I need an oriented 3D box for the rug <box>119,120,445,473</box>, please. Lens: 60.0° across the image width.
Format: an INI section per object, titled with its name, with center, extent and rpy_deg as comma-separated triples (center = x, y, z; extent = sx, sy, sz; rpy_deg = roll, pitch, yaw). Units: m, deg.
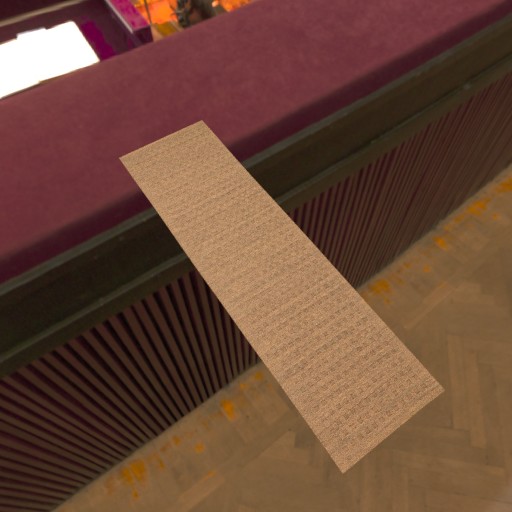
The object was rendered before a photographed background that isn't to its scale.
[rug]
center = 0.000, 0.000, 2.705
extent = 0.688, 0.005, 2.437
rpy_deg = -30, 63, -17
